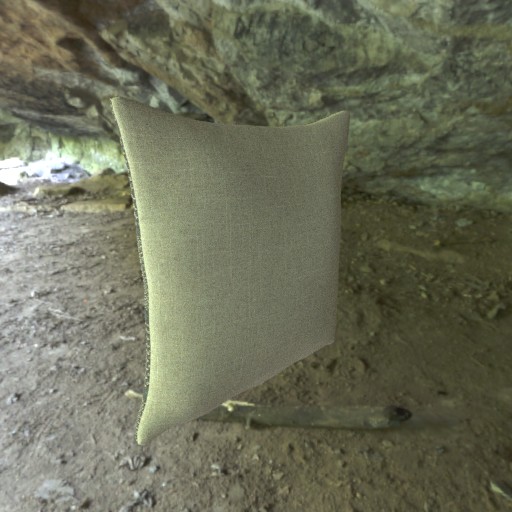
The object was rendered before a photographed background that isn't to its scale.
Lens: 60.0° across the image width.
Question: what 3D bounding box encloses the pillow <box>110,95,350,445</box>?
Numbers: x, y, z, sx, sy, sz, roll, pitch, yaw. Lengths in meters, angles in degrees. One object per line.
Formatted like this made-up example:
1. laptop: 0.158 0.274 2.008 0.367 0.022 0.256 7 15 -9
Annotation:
1. pillow: 0.000 0.000 0.666 0.435 0.432 0.138 -15 21 -43
